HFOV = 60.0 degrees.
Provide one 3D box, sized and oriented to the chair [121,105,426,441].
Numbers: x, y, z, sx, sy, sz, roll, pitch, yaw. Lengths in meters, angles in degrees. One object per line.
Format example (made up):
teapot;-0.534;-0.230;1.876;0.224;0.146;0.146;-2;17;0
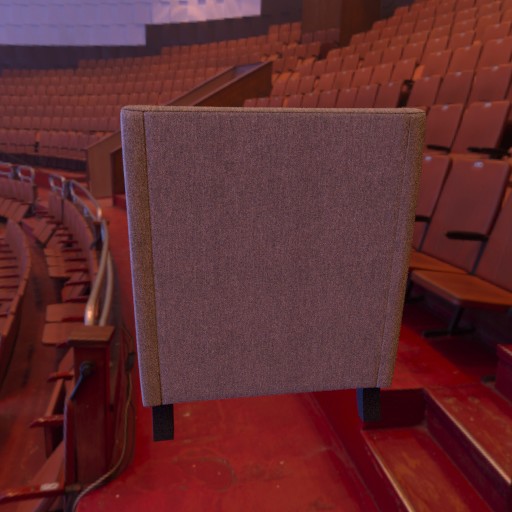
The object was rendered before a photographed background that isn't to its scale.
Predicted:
chair;0.000;0.000;1.595;0.776;0.967;0.884;-2;15;-8
